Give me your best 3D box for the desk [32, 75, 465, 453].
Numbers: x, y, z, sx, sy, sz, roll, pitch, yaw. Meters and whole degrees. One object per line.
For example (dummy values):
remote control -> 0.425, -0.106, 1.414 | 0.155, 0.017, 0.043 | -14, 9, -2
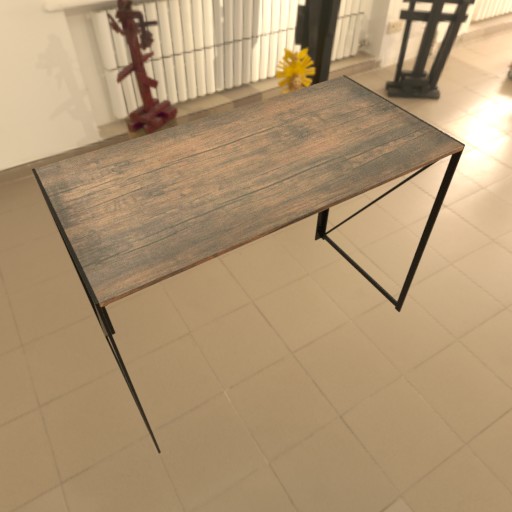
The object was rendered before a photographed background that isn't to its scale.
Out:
desk -> 0.000, 0.000, 1.422 | 1.015, 0.747, 0.505 | -24, 51, -22
